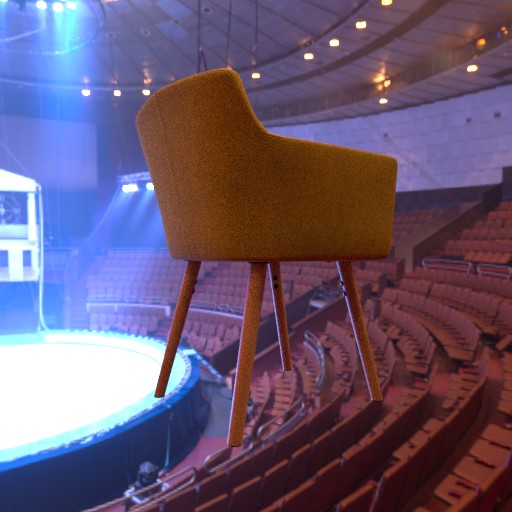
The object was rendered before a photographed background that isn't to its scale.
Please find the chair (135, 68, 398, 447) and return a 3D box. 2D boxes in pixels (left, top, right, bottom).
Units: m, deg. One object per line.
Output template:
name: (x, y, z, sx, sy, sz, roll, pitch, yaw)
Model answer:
chair: (0.000, 0.000, 1.191, 0.570, 0.780, 0.570, -1, 1, -36)
